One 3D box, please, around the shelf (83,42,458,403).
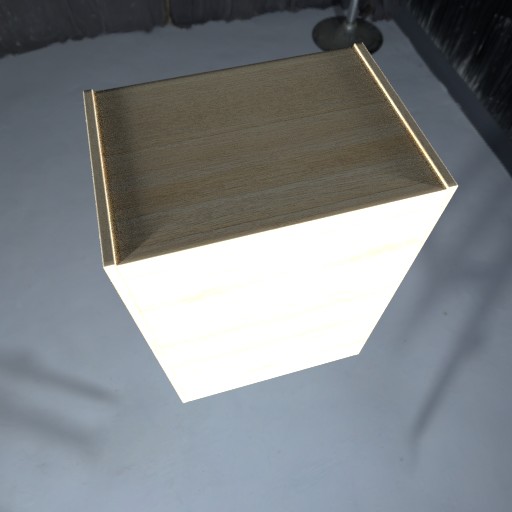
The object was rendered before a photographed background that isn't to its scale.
[{"bbox_3d":[0.000,0.000,0.814,0.414,0.592,0.290,-13,60,-8],"label":"shelf"}]
